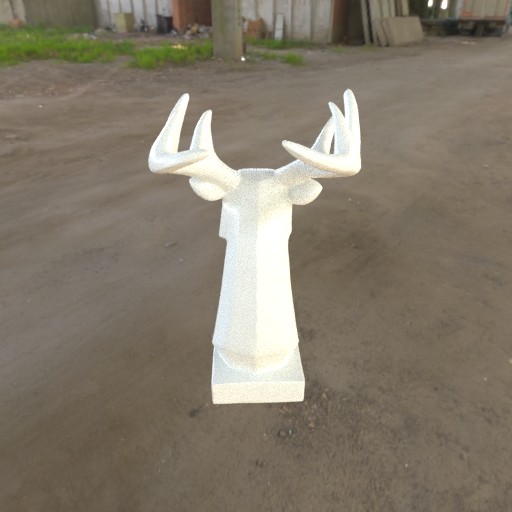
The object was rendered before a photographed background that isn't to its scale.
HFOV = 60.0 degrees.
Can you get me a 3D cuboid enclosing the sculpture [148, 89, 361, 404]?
[{"bbox_3d":[0.000,0.000,0.460,0.174,0.329,0.224,-1,30,-2],"label":"sculpture"}]
